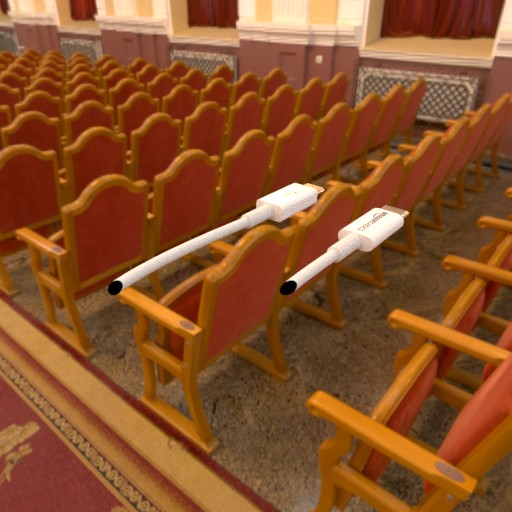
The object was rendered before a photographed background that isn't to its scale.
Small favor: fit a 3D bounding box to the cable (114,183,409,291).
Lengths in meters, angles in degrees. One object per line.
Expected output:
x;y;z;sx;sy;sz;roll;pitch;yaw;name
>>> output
0.000;0.000;0.112;0.040;0.006;0.098;23;37;34;cable
